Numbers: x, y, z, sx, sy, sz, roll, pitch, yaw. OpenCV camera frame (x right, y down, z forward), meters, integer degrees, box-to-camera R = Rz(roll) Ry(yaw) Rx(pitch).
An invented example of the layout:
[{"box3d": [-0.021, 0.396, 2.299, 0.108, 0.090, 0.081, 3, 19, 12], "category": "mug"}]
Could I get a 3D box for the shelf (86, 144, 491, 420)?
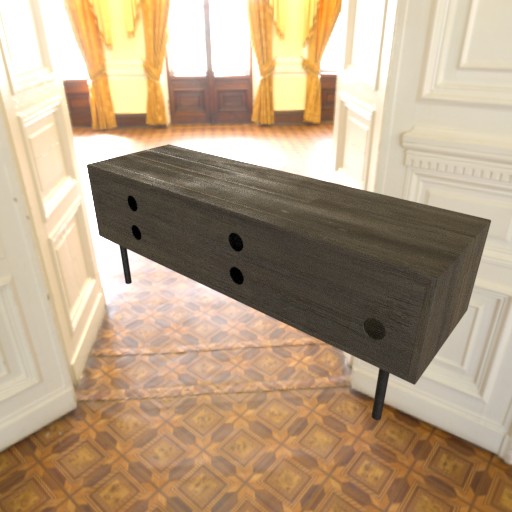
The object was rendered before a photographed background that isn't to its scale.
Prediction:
[{"box3d": [0.000, 0.000, 1.524, 1.300, 0.495, 0.400, 21, 34, 34], "category": "shelf"}]
